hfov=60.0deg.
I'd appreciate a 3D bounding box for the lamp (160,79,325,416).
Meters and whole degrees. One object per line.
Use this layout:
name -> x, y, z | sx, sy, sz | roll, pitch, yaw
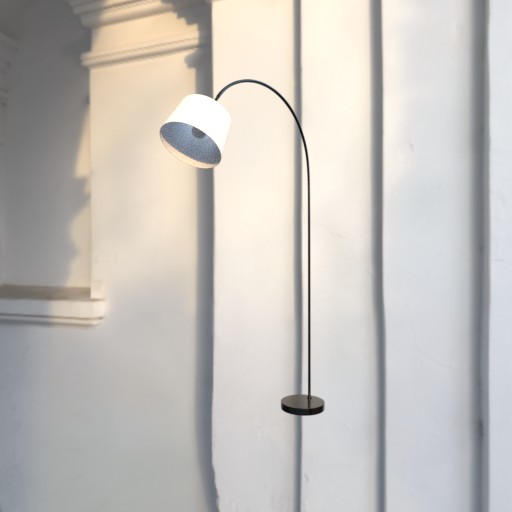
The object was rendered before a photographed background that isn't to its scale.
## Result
lamp -> 0.000, 0.000, 2.640 | 0.331, 2.104, 1.363 | 0, 0, 37
